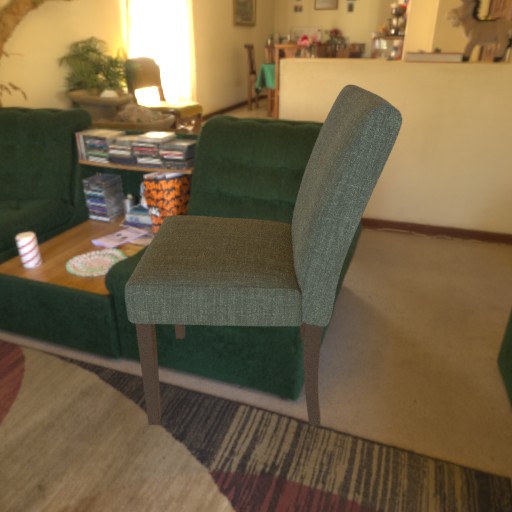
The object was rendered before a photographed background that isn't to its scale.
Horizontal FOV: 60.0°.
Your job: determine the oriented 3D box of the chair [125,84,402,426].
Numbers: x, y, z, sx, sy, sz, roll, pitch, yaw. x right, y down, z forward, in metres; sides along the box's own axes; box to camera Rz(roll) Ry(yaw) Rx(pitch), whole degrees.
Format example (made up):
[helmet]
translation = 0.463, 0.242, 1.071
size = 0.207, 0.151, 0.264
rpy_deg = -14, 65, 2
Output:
[chair]
translation = 0.000, 0.000, 1.267
size = 0.629, 0.884, 0.487
rpy_deg = 1, 26, 2
